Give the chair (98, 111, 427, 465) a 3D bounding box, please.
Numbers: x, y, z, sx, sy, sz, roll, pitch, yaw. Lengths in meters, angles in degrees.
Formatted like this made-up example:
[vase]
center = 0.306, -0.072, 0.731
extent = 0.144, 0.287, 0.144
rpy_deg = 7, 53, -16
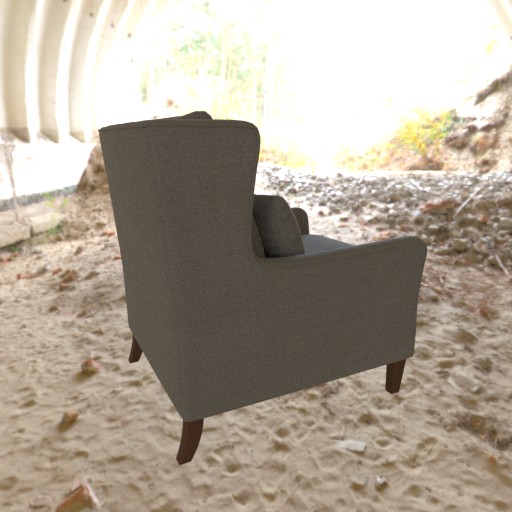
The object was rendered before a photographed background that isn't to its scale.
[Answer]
[chair]
center = 0.000, 0.000, 1.771
extent = 1.040, 1.056, 0.866
rpy_deg = -7, 17, -26
